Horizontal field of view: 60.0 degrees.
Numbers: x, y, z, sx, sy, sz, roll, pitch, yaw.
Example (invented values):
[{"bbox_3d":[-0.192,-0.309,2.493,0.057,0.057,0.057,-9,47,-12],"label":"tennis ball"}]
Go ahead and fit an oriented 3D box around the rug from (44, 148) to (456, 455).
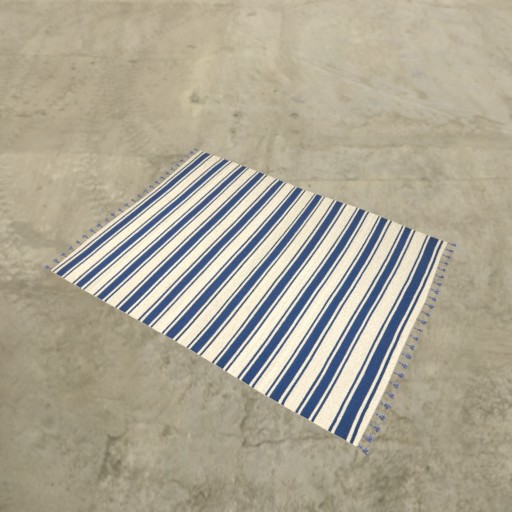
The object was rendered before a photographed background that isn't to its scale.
[{"bbox_3d":[0.000,0.000,4.455,3.416,0.016,2.471,24,51,21],"label":"rug"}]
